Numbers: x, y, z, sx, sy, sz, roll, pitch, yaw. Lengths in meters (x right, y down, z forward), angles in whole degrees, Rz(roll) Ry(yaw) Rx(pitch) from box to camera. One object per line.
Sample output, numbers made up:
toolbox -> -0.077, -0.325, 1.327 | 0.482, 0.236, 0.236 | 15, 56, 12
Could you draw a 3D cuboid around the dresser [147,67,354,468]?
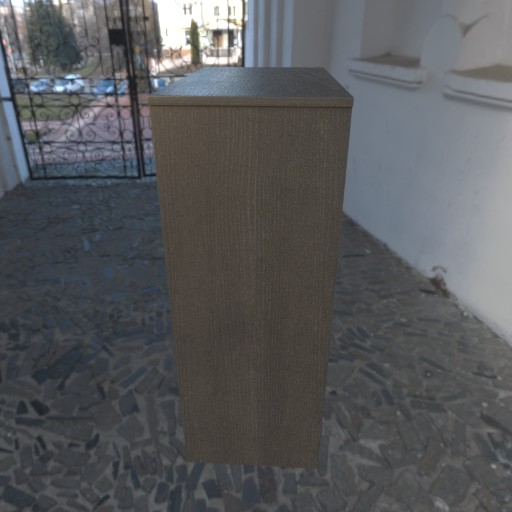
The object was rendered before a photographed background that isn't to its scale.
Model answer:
dresser -> 0.000, 0.000, 1.361 | 0.398, 1.020, 0.700 | 1, 27, 3
